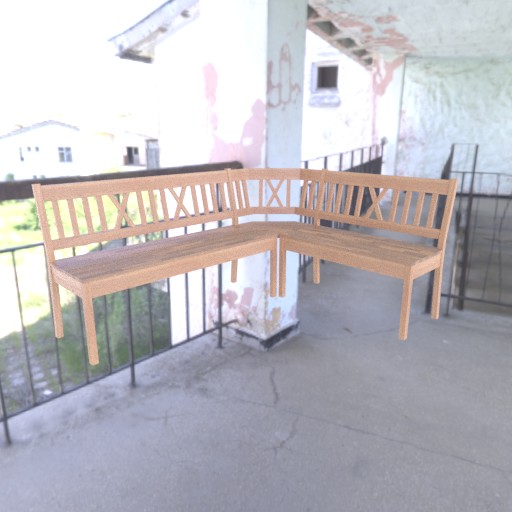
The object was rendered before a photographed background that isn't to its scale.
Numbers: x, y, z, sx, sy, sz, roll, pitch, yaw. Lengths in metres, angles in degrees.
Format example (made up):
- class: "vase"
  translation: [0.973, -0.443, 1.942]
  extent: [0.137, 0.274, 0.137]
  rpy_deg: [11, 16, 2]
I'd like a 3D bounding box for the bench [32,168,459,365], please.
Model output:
- class: "bench"
  translation: [0.000, 0.000, 2.679]
  extent: [1.937, 0.902, 1.537]
  rpy_deg: [-15, 22, -43]
